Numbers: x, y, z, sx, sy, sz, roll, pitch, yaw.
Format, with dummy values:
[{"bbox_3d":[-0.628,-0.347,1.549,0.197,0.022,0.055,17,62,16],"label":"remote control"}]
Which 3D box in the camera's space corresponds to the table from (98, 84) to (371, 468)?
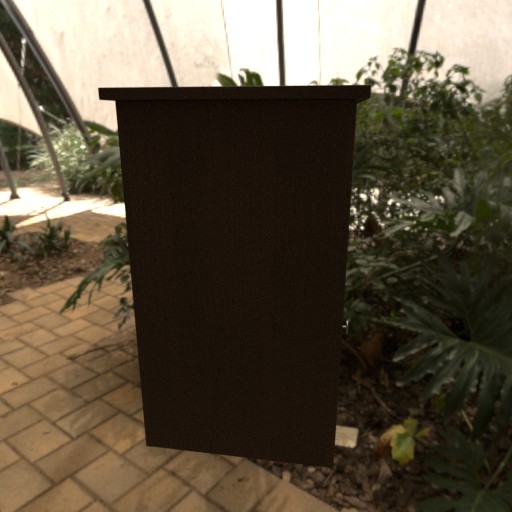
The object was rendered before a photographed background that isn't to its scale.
[{"bbox_3d":[0.000,0.000,0.926,0.381,0.635,0.480,3,18,9],"label":"table"}]
